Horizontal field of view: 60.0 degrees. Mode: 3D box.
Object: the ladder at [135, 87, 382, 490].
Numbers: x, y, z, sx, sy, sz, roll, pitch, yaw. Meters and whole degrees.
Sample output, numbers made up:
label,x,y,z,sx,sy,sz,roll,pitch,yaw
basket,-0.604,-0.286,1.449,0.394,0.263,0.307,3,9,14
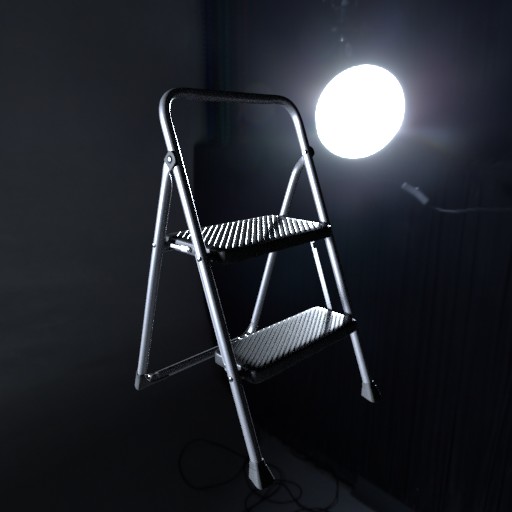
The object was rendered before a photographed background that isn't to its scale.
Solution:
label,x,y,z,sx,sy,sz,roll,pitch,yaw
ladder,0.000,0.000,1.021,0.430,0.720,0.472,-15,21,-42
